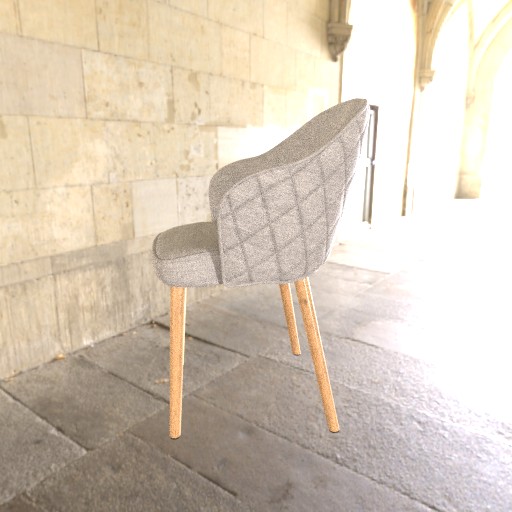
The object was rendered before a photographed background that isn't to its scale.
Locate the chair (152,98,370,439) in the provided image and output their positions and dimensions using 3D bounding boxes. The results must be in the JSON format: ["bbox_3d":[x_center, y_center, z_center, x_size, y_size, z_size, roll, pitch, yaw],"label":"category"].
[{"bbox_3d":[0.000,0.000,1.181,0.530,0.800,0.540,-2,14,-8],"label":"chair"}]
